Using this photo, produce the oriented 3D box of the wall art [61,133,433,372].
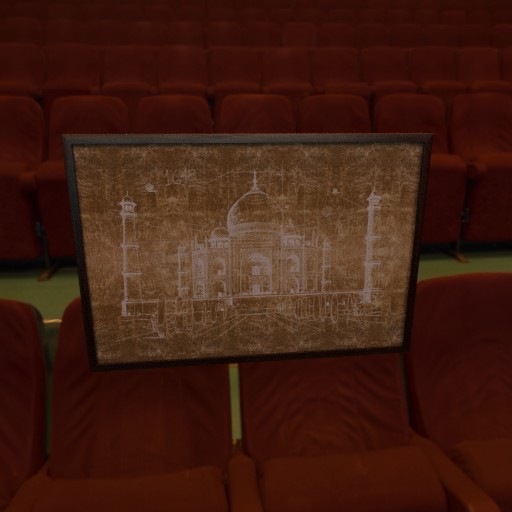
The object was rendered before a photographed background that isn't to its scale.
[{"bbox_3d":[0.000,0.000,1.052,0.816,0.559,0.014,-2,17,-7],"label":"wall art"}]
